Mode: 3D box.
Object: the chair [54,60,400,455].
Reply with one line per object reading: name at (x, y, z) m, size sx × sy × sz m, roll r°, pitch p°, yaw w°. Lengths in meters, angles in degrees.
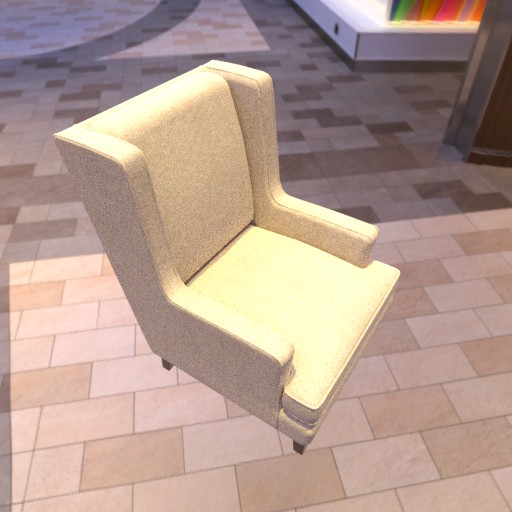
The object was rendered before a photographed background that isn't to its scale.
chair at (0.000, 0.000, 1.690) m, size 0.948 × 1.082 × 0.764 m, roll 24°, pitch 48°, yaw 24°
